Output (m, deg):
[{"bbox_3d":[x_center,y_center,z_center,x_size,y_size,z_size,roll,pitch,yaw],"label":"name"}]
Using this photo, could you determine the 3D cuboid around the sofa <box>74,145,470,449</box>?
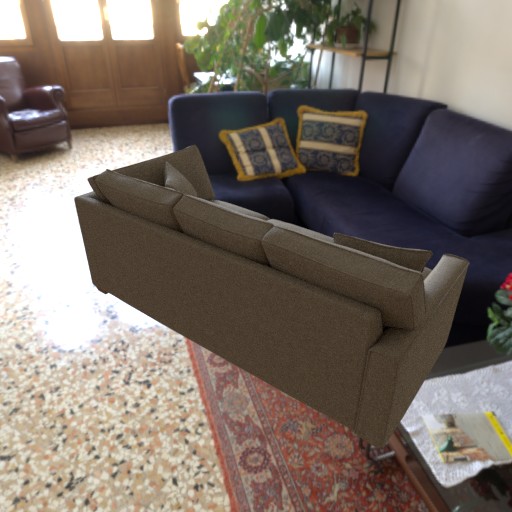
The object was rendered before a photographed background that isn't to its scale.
[{"bbox_3d":[0.000,0.000,2.850,2.317,0.962,1.061,21,36,32],"label":"sofa"}]
